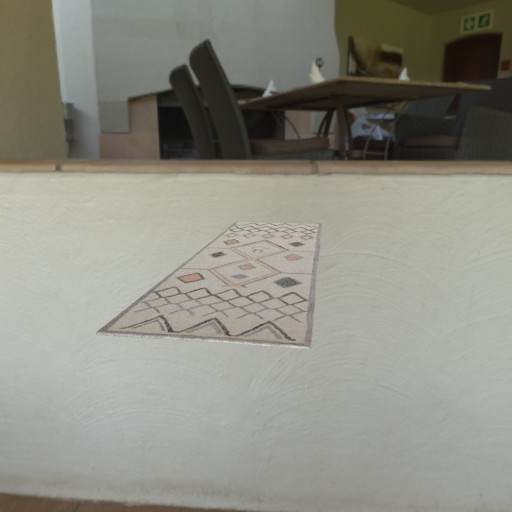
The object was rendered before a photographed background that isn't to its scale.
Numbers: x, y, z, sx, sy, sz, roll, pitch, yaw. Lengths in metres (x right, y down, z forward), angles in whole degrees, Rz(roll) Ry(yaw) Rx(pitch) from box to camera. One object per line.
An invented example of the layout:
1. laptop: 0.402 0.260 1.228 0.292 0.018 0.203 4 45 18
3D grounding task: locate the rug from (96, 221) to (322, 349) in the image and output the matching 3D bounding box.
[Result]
1. rug: 0.000 0.000 2.659 0.750 0.011 2.435 2 14 9
